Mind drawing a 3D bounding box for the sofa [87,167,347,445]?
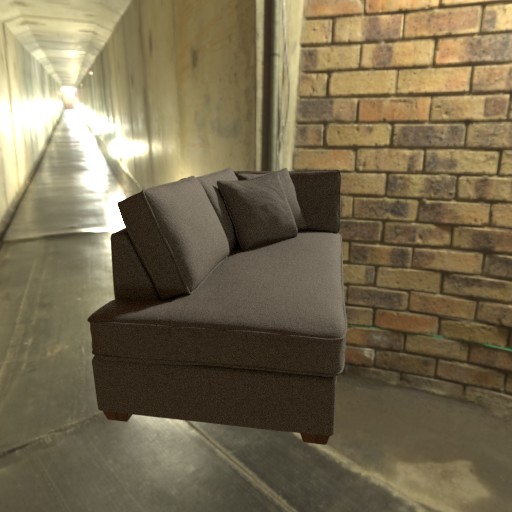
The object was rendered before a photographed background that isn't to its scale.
[{"bbox_3d":[0.000,0.000,2.828,1.110,1.033,2.237,3,16,10],"label":"sofa"}]
